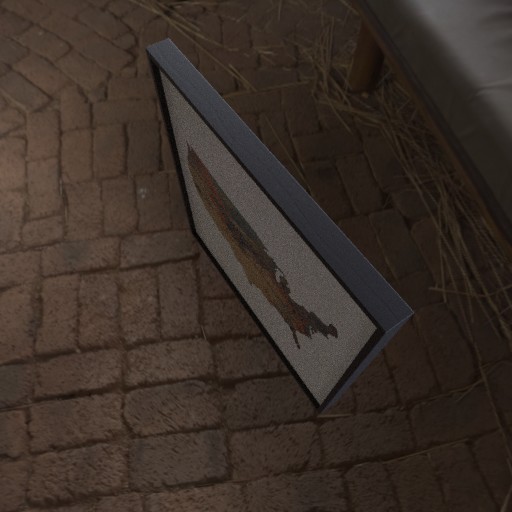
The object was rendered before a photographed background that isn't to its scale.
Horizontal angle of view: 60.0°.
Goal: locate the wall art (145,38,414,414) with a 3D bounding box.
[{"bbox_3d":[0.000,0.000,0.758,0.038,0.507,0.507,-31,66,-15],"label":"wall art"}]
